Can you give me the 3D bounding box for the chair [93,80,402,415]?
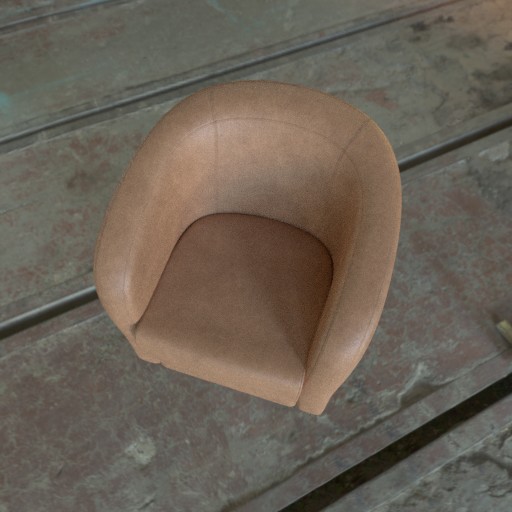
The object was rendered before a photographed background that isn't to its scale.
[{"bbox_3d":[0.000,0.000,1.461,0.791,0.771,0.815,15,59,9],"label":"chair"}]
